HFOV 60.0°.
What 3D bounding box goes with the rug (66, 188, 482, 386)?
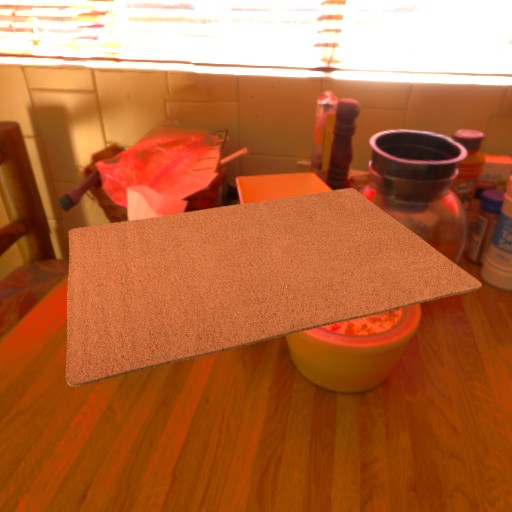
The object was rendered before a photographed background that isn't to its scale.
[{"bbox_3d":[0.000,0.000,3.379,2.700,0.024,1.801,-10,33,-16],"label":"rug"}]
